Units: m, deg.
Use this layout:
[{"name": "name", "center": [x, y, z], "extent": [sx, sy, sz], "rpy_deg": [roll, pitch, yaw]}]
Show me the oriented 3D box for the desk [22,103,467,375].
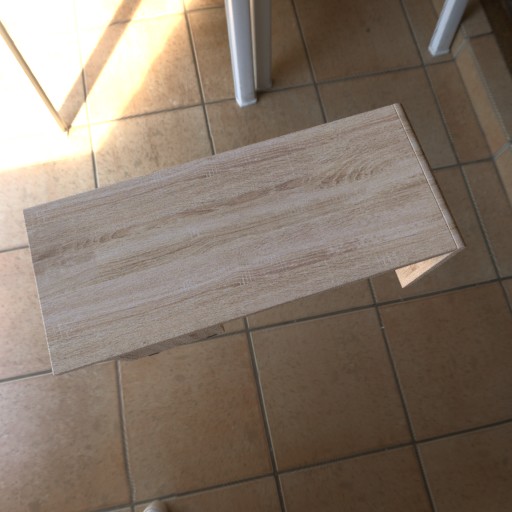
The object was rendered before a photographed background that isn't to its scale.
[{"name": "desk", "center": [0.000, 0.000, 1.665], "extent": [1.300, 0.750, 0.500], "rpy_deg": [-17, 76, -4]}]
